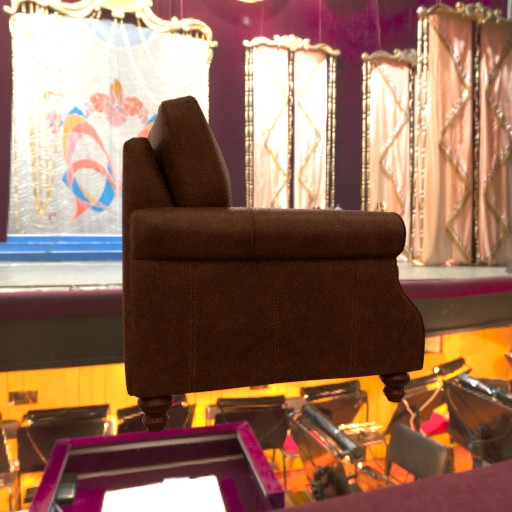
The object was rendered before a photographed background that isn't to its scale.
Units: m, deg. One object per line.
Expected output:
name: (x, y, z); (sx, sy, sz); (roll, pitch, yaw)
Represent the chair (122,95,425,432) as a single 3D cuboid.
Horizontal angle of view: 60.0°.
chair: (0.000, 0.000, 1.731); (1.002, 0.976, 0.996); (-1, 2, -17)
